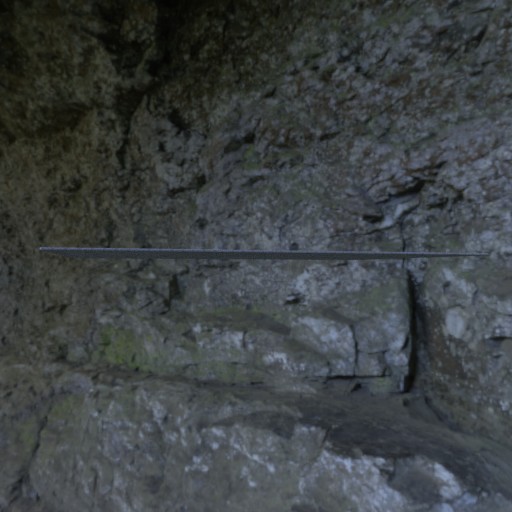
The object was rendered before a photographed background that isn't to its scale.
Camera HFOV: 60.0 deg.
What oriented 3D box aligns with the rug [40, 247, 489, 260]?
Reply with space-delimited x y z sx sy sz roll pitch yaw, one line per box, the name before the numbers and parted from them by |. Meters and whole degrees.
rug | 0.000 0.000 3.001 2.444 0.012 1.526 1 -2 -18
